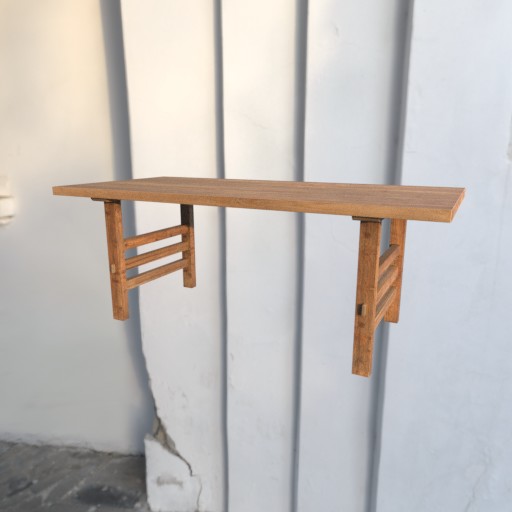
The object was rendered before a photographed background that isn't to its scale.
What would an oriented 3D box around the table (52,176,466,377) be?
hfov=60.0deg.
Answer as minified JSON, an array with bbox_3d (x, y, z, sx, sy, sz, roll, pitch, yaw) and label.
[{"bbox_3d":[0.000,0.000,2.466,2.003,0.760,0.952,7,15,26],"label":"table"}]
